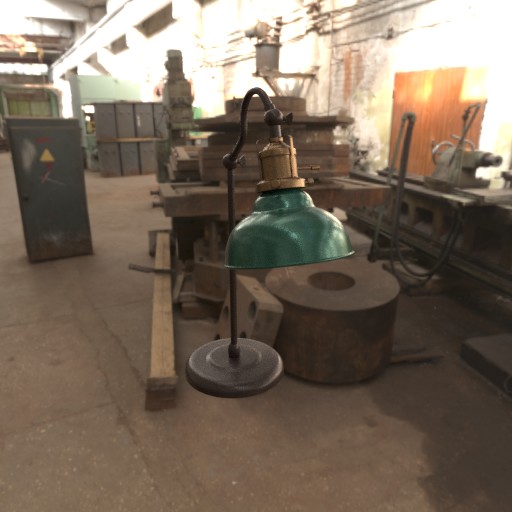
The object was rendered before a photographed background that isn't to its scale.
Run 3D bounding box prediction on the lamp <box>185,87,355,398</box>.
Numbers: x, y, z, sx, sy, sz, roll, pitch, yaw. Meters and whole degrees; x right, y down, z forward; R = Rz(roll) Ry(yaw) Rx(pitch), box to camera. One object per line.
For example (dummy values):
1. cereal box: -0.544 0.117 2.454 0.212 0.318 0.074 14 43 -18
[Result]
1. lamp: 0.000 0.000 0.710 0.192 0.508 0.374 -8 19 -26
